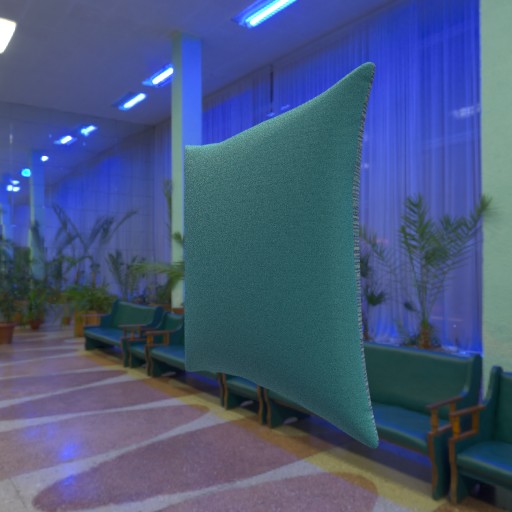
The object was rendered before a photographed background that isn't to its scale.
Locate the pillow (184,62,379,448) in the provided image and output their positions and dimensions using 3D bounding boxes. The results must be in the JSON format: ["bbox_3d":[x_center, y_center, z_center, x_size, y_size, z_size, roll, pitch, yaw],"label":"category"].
[{"bbox_3d":[0.000,0.000,0.767,0.150,0.497,0.514,0,-1,-37],"label":"pillow"}]
